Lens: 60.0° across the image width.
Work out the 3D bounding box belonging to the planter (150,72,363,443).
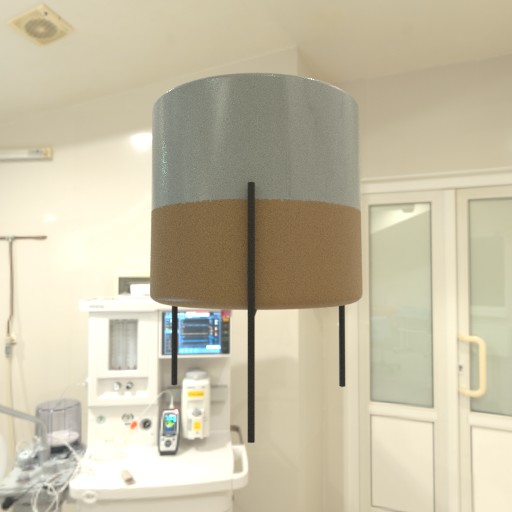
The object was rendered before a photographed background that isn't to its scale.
[{"bbox_3d":[0.000,0.000,0.742,0.348,0.480,0.360,0,-2,2],"label":"planter"}]
